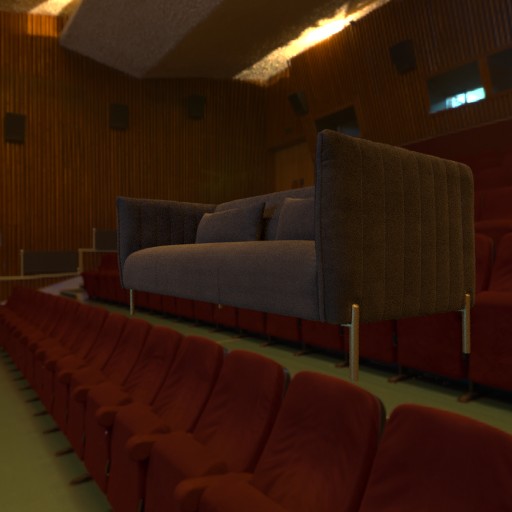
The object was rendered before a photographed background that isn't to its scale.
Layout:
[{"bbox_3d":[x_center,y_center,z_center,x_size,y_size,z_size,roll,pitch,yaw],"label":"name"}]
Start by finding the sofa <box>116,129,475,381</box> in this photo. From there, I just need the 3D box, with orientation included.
[{"bbox_3d":[0.000,0.000,2.347,0.876,0.780,1.980,0,0,-36],"label":"sofa"}]
